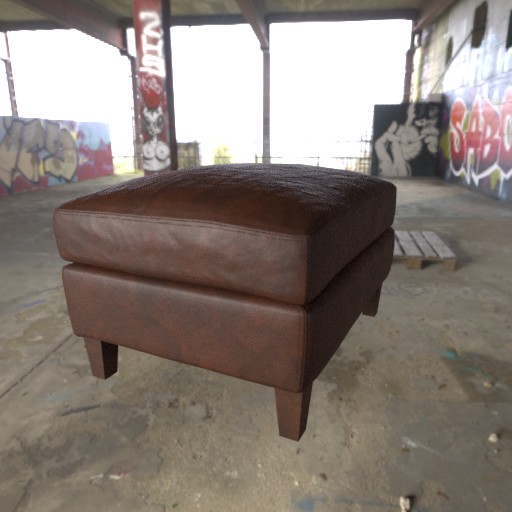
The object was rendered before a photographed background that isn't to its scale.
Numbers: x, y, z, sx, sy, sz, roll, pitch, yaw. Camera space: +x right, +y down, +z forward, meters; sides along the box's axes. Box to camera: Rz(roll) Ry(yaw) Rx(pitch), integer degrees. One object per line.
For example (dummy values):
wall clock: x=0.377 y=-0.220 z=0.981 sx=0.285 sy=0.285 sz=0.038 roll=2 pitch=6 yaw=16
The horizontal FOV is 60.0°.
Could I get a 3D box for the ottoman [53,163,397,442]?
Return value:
ottoman: x=0.000 y=0.000 z=1.286 sx=0.659 sy=0.527 sz=0.887 roll=8 pitch=17 yaw=26
